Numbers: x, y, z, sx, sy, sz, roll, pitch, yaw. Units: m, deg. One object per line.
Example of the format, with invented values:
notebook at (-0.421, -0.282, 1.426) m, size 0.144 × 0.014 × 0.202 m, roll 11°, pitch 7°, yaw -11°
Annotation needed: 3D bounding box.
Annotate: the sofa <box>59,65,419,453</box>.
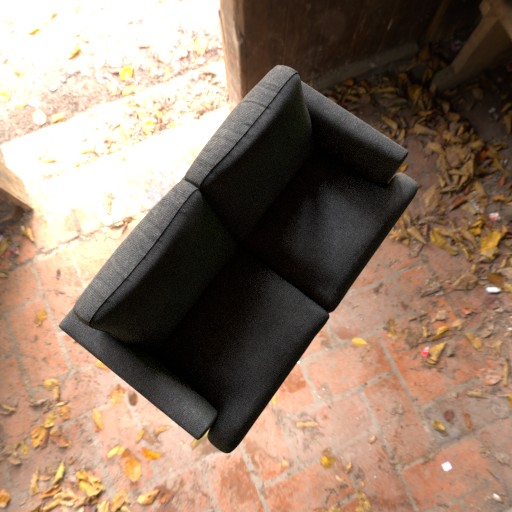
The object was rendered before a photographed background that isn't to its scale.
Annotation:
sofa at (0.000, 0.000, 2.118) m, size 0.903 × 0.956 × 1.582 m, roll 36°, pitch 79°, yaw 8°
